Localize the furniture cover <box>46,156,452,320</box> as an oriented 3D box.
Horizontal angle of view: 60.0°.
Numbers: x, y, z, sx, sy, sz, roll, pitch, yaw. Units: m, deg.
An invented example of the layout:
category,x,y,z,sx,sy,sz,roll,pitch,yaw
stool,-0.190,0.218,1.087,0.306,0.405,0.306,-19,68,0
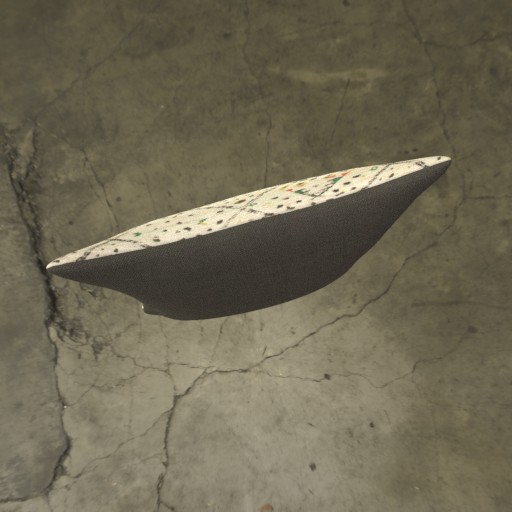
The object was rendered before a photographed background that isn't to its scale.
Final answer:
category,x,y,z,sx,sy,sz,roll,pitch,yaw
furniture cover,0.000,0.000,0.780,0.525,0.498,0.180,-16,77,-4
